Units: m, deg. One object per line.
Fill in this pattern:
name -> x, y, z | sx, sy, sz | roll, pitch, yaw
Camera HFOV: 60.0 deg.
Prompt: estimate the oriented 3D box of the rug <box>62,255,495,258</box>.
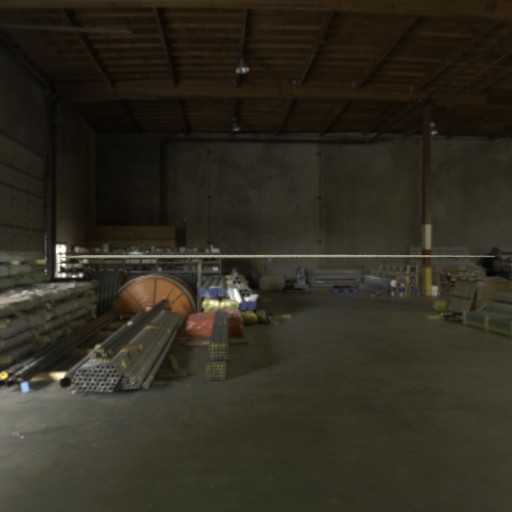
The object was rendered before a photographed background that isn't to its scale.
rug -> 0.000, 0.000, 4.049 | 3.045, 0.008, 2.421 | 0, 0, -18
